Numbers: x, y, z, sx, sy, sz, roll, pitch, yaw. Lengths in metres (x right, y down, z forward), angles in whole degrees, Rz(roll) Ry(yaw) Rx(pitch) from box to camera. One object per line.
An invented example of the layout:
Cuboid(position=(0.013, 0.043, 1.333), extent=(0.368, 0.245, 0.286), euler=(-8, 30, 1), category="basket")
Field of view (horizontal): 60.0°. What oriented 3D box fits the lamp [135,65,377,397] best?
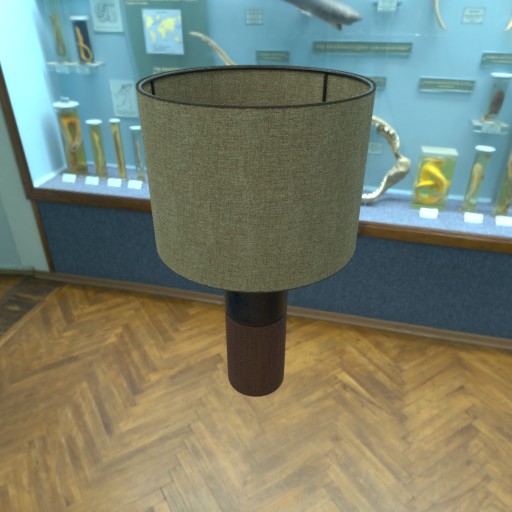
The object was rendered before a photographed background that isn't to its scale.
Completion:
Cuboid(position=(0.000, 0.000, 0.469), extent=(0.202, 0.350, 0.202), euler=(0, 30, 0), category="lamp")
